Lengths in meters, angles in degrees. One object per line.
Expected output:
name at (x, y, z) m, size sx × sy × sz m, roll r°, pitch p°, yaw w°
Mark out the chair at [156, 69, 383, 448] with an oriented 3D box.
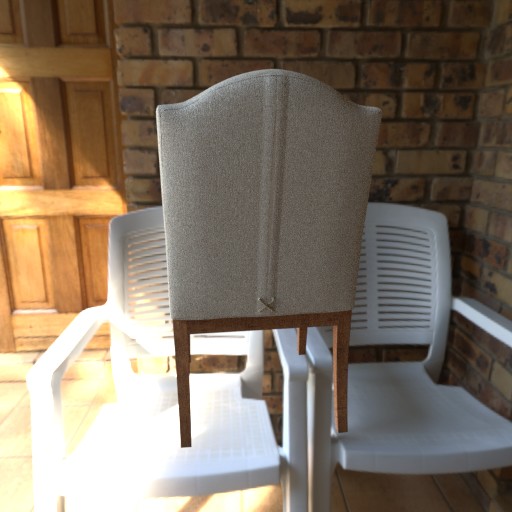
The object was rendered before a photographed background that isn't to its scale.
chair at (0.000, 0.000, 1.394) m, size 0.534 × 1.012 × 0.648 m, roll -2°, pitch 15°, yaw -8°
